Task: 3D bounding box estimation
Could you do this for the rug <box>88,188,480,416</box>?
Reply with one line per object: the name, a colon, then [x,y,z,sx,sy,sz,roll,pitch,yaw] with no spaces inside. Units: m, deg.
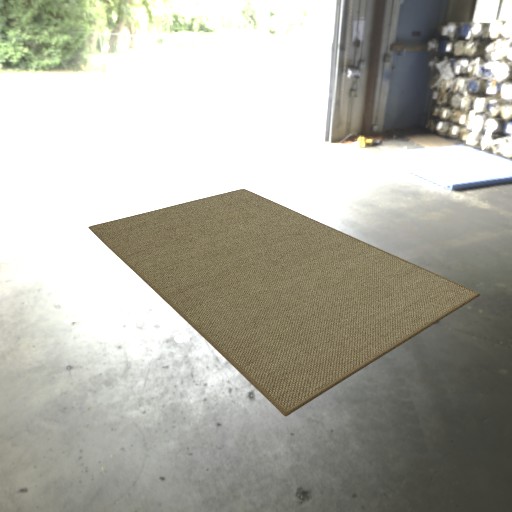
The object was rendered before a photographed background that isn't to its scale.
rug: [0.000,0.000,2.128,1.062,0.013,1.667,-19,33,-32]
